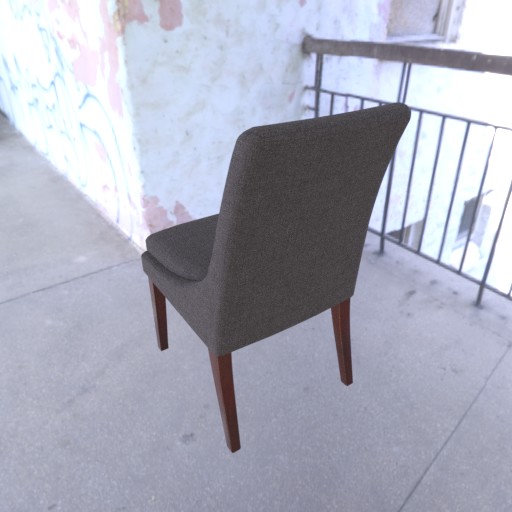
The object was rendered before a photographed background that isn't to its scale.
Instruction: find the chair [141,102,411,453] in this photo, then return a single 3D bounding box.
[{"bbox_3d":[0.000,0.000,1.349,0.508,0.952,0.655,-19,35,-29],"label":"chair"}]
